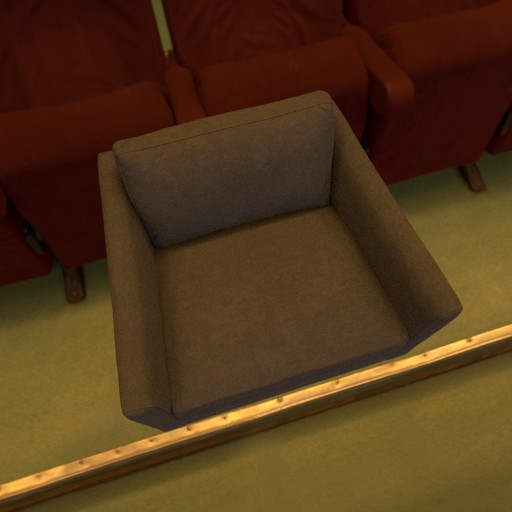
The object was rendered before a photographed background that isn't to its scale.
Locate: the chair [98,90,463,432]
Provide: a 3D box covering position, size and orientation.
[{"bbox_3d":[0.000,0.000,1.880,1.190,0.845,1.091,-16,66,-7],"label":"chair"}]
